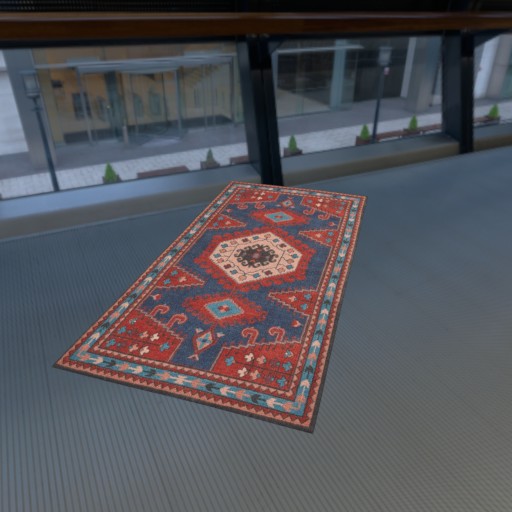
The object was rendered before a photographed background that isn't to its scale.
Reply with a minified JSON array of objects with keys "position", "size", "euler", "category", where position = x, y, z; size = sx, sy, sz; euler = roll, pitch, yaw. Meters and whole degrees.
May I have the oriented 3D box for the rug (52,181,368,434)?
[{"position":[0.000,0.000,3.589],"size":[1.522,0.034,3.032],"euler":[9,32,15],"category":"rug"}]
